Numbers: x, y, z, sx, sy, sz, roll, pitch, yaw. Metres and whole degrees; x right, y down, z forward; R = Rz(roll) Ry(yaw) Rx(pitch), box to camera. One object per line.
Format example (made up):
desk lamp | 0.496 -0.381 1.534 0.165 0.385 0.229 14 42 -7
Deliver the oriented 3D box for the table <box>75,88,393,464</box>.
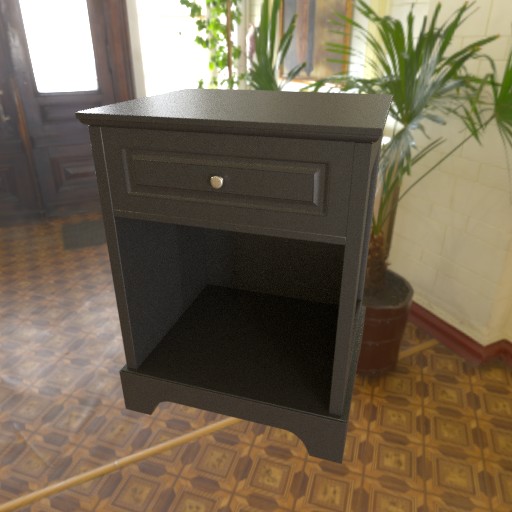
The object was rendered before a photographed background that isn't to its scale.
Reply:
table | 0.000 0.000 0.923 0.460 0.610 0.399 8 27 16
